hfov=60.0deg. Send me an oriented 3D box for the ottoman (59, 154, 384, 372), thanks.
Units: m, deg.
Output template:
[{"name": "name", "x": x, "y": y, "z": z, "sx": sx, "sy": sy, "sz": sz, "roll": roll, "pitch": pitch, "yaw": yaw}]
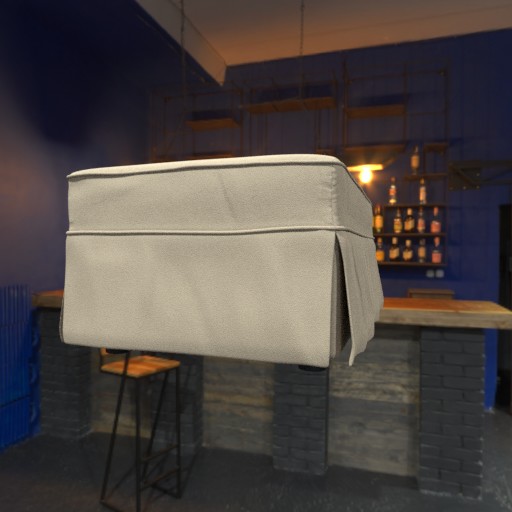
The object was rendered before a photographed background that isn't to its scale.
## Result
[{"name": "ottoman", "x": 0.000, "y": 0.000, "z": 1.363, "sx": 0.721, "sy": 0.482, "sz": 0.959, "roll": 0, "pitch": 1, "yaw": 19}]
